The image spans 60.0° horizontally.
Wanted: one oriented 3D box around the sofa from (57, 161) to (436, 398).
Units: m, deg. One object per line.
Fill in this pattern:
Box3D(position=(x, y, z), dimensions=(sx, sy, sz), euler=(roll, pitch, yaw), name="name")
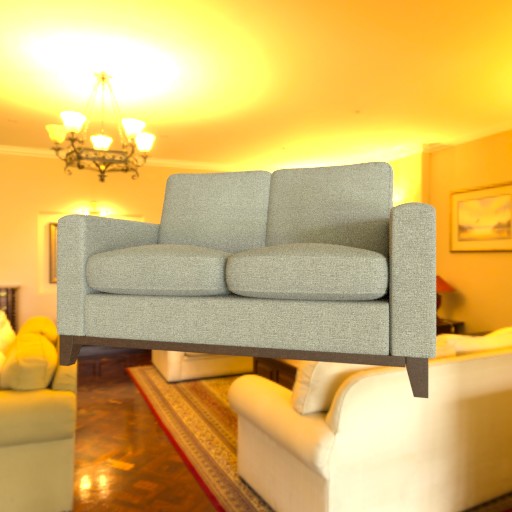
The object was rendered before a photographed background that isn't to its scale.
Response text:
Box3D(position=(0.000, 0.000, 1.964), dimensions=(1.420, 0.873, 0.917), euler=(0, 0, 17), name="sofa")
